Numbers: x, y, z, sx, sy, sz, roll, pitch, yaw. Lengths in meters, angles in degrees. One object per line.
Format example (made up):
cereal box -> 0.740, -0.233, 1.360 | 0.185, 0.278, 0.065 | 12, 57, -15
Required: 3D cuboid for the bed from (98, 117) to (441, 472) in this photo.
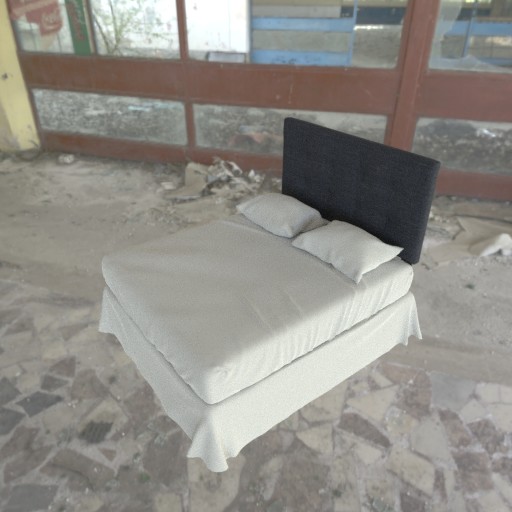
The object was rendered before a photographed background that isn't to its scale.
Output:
bed -> 0.000, 0.000, 3.524 | 2.222, 1.577, 1.936 | -21, 37, -31
